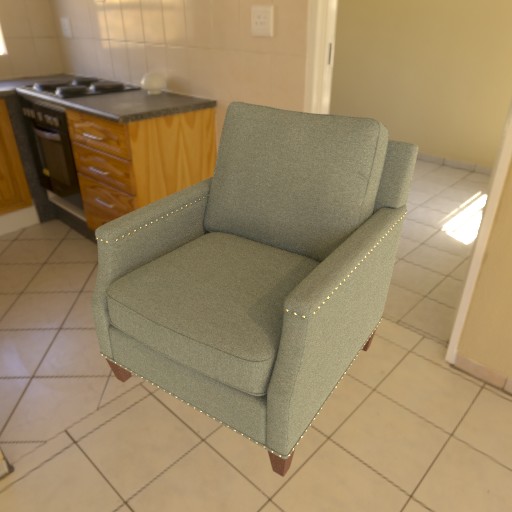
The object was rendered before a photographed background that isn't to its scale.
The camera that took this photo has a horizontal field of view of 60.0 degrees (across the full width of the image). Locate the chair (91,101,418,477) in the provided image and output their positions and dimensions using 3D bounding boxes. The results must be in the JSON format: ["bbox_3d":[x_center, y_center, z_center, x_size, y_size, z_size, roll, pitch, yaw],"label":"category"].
[{"bbox_3d":[0.000,0.000,1.760,0.885,1.031,1.031,18,34,29],"label":"chair"}]
